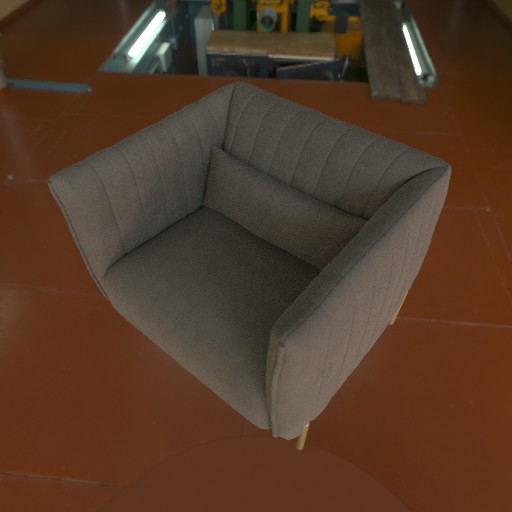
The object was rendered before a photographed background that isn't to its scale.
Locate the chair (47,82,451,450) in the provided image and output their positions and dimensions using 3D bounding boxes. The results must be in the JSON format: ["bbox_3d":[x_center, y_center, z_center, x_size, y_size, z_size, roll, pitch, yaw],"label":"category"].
[{"bbox_3d":[0.000,0.000,1.602,0.981,0.779,0.873,31,54,26],"label":"chair"}]
